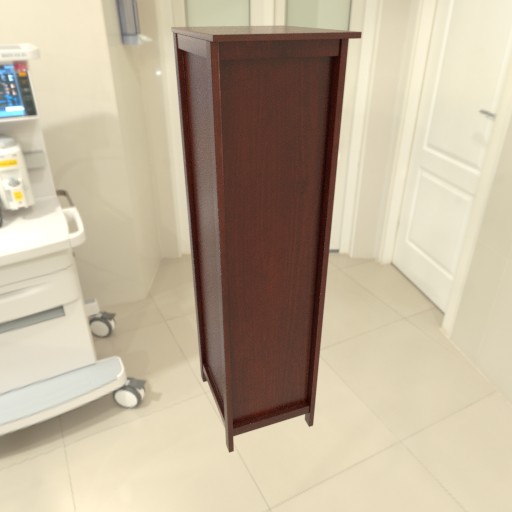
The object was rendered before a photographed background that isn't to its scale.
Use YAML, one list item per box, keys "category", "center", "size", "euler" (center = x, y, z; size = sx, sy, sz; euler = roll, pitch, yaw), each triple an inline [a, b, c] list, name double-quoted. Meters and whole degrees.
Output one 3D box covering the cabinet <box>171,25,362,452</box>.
- category: "cabinet"
  center: [0.000, 0.000, 1.665]
  size: [0.401, 1.518, 0.500]
  euler: [-10, 31, -18]
